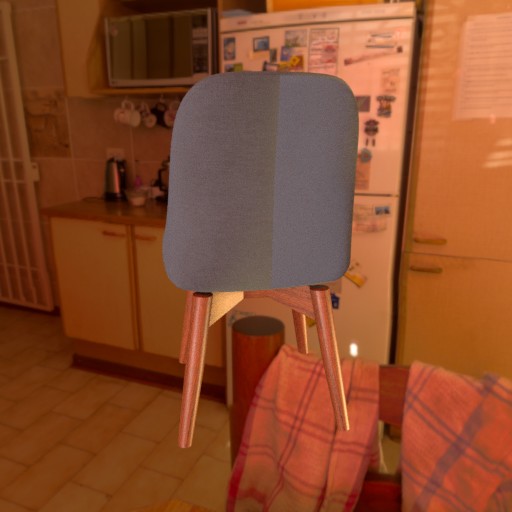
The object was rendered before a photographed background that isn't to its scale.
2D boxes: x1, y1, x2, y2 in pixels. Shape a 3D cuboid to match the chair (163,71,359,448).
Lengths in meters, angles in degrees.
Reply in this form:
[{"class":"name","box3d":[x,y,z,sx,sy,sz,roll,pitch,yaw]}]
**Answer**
[{"class":"chair","box3d":[0.000,0.000,1.222,0.503,0.882,0.589,-3,16,-9]}]
